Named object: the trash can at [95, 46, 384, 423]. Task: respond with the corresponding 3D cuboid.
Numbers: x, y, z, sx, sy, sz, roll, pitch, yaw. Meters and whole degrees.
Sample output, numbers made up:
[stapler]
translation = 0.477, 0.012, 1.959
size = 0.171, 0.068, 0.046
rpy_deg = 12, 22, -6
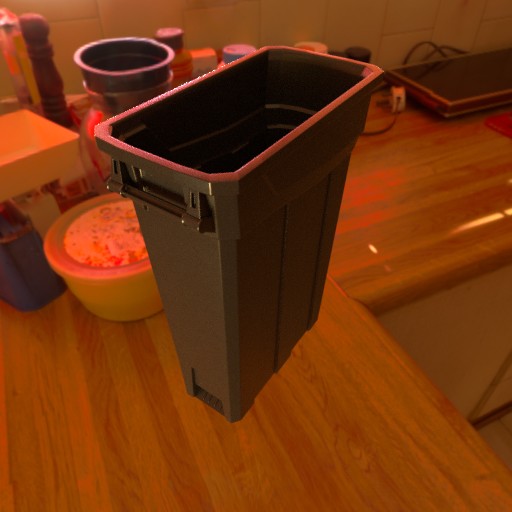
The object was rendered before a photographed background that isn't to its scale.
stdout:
[trash can]
translation = 0.000, 0.000, 1.038
size = 0.281, 0.762, 0.559
rpy_deg = 25, 47, 25
